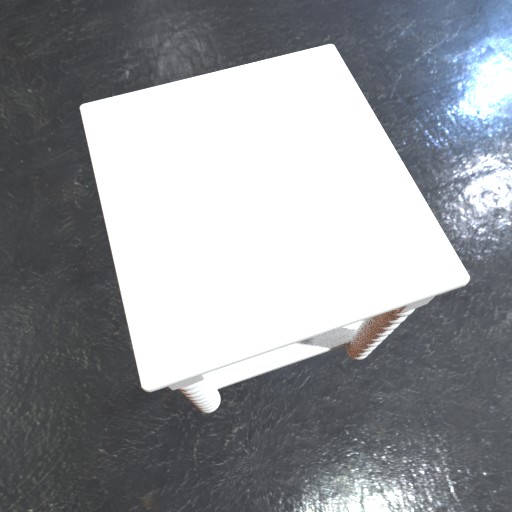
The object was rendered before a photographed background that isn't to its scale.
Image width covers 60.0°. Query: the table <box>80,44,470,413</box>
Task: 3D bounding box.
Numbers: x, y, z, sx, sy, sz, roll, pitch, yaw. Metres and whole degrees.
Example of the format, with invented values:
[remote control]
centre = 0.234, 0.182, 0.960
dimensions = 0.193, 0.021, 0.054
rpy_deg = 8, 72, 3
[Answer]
[table]
centre = 0.000, 0.000, 0.984
dimensions = 0.500, 0.563, 0.533
rpy_deg = -17, 66, -8
